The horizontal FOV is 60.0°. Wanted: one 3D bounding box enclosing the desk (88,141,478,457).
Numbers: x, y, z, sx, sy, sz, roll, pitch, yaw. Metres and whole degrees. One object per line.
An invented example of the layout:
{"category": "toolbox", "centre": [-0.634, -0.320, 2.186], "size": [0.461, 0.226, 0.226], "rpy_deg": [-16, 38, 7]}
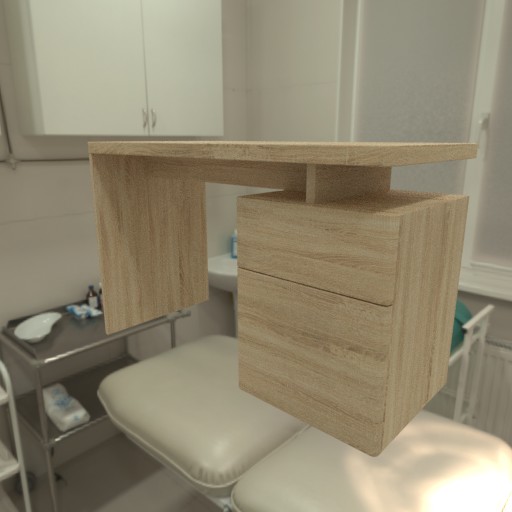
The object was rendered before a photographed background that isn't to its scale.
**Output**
{"category": "desk", "centre": [0.000, 0.000, 1.531], "size": [1.200, 0.760, 0.550], "rpy_deg": [13, 20, 41]}
